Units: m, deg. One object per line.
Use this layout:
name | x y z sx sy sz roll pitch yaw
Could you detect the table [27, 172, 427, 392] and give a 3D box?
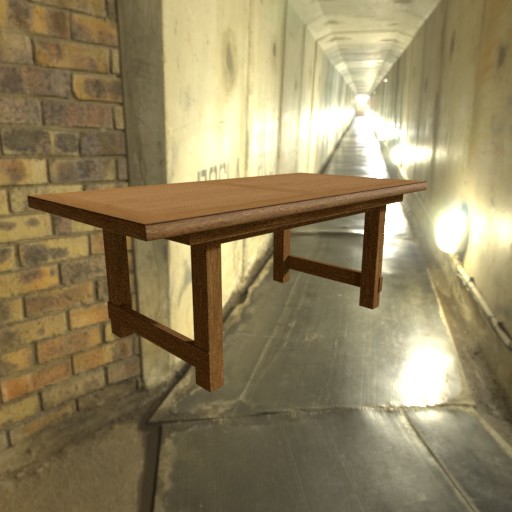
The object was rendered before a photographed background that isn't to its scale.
table | 0.000 0.000 2.473 1.000 0.762 1.982 14 21 43
